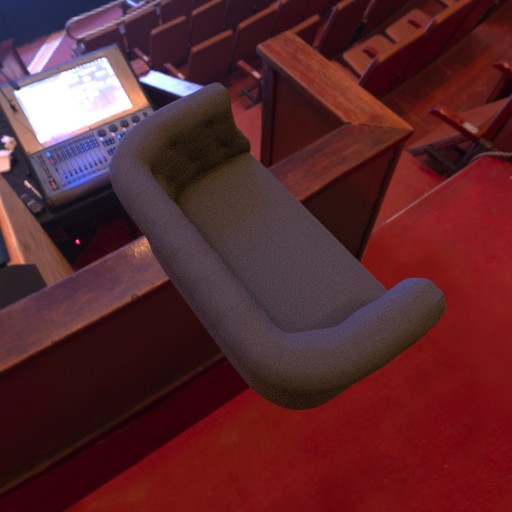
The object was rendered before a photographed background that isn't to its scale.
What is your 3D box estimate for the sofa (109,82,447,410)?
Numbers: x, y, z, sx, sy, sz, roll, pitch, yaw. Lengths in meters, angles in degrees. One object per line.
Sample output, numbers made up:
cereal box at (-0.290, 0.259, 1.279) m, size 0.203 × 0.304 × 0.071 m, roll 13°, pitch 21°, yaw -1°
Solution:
sofa at (0.000, 0.000, 2.133) m, size 0.835 × 0.827 × 1.558 m, roll -33°, pitch 65°, yaw -18°
